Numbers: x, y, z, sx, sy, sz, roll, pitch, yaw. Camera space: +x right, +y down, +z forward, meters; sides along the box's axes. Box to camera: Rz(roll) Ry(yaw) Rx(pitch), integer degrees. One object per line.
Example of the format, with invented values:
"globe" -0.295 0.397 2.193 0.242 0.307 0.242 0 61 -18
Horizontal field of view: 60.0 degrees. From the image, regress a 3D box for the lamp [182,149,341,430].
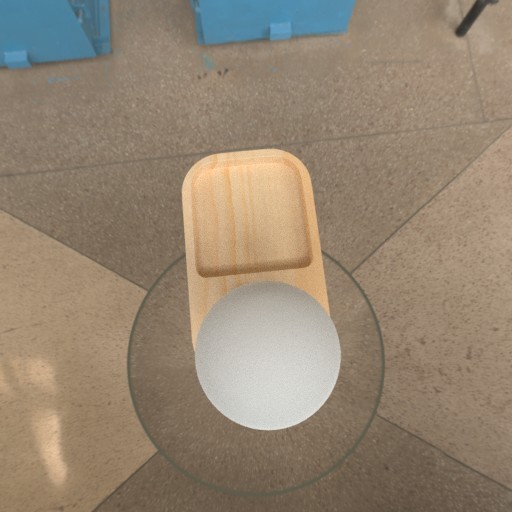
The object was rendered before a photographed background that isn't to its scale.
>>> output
"lamp" 0.000 0.000 0.470 0.173 0.253 0.331 -6 77 -1
